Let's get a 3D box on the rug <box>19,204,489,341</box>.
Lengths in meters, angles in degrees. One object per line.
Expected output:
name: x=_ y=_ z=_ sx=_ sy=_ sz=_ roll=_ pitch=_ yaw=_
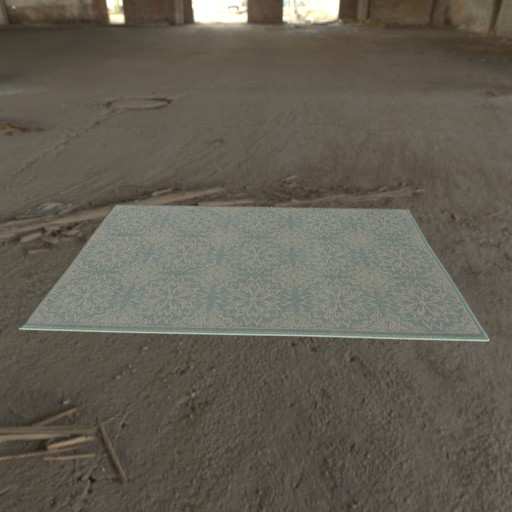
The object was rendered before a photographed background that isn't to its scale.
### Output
rug: x=0.000 y=0.000 z=2.253 sx=1.840 sy=0.012 sz=1.219 roll=1 pitch=30 yaw=2
